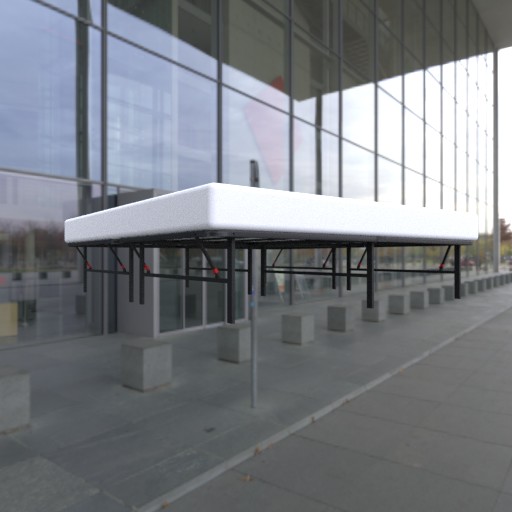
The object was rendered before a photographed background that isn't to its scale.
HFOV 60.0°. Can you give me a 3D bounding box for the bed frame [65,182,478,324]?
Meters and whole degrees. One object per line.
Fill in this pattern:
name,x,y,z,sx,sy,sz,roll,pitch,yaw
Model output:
bed frame,0.000,0.000,2.965,1.935,0.525,2.033,0,0,-37
